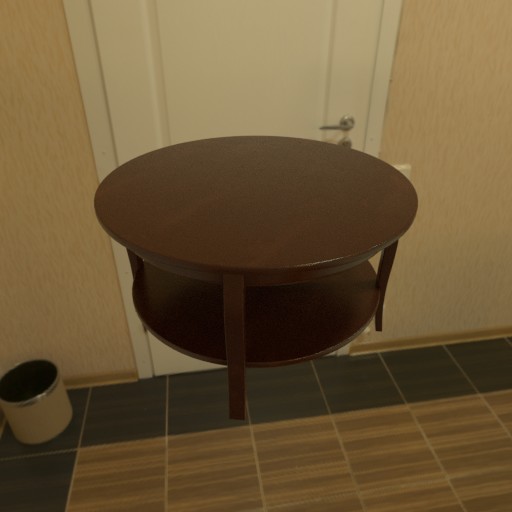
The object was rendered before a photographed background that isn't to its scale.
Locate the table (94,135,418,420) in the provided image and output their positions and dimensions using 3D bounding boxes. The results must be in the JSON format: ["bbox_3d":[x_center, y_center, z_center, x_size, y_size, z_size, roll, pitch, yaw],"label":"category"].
[{"bbox_3d":[0.000,0.000,1.436,0.911,0.512,0.911,0,32,0],"label":"table"}]
